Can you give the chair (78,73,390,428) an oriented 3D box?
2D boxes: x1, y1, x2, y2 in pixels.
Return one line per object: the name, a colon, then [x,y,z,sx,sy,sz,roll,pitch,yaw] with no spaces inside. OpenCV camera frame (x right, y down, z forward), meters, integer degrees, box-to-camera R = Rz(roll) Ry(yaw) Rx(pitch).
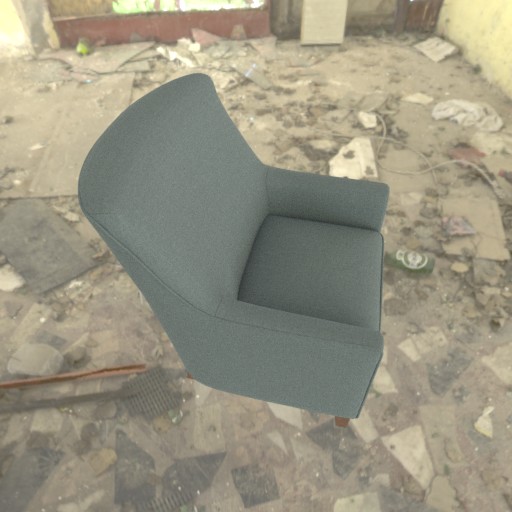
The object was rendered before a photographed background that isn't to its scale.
chair: [0.000,0.000,1.527,0.879,0.916,0.756,9,47,9]
